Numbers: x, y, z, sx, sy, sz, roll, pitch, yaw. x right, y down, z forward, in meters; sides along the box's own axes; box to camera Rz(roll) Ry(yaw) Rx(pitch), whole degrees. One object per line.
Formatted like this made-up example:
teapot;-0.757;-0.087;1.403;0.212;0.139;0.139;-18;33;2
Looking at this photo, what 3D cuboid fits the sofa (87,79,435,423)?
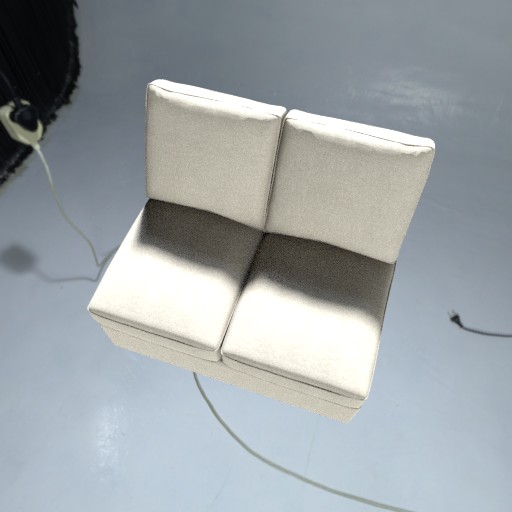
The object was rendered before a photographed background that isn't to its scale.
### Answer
sofa;0.000;0.000;1.991;1.232;1.006;0.978;16;60;10
